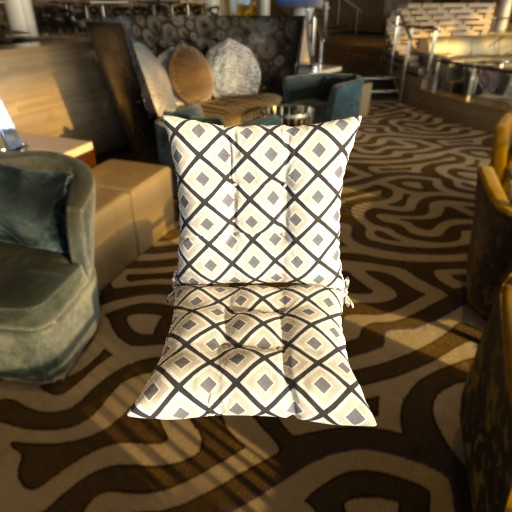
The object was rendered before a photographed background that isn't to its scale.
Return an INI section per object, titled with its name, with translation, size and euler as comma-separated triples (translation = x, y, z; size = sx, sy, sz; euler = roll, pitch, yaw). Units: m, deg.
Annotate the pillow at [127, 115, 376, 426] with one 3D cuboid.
[pillow]
translation = 0.000, 0.000, 1.032
size = 0.541, 0.536, 0.585
euler = 1, 30, 2
